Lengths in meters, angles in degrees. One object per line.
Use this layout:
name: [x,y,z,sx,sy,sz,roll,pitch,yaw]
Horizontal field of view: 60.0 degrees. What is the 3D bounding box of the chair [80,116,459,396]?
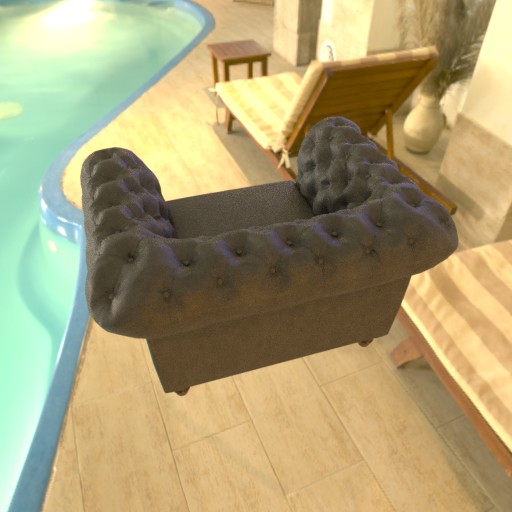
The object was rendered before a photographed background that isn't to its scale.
chair: [0.000,0.000,1.889,1.298,0.780,0.943,-12,43,-13]
